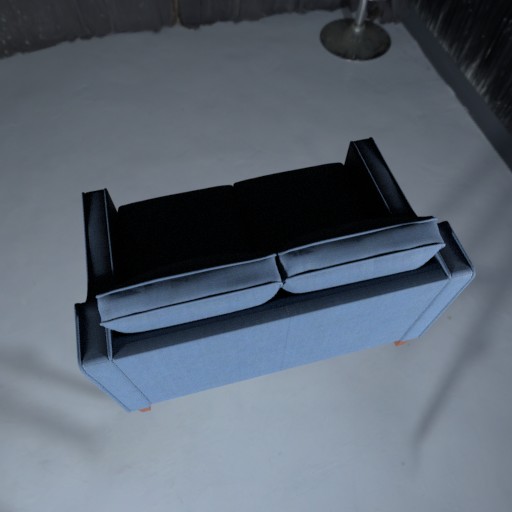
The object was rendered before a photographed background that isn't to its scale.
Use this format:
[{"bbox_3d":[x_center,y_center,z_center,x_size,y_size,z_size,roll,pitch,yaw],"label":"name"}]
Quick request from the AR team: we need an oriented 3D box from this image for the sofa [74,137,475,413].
[{"bbox_3d":[0.000,0.000,2.134,1.501,0.971,0.987,-12,59,-8],"label":"sofa"}]
